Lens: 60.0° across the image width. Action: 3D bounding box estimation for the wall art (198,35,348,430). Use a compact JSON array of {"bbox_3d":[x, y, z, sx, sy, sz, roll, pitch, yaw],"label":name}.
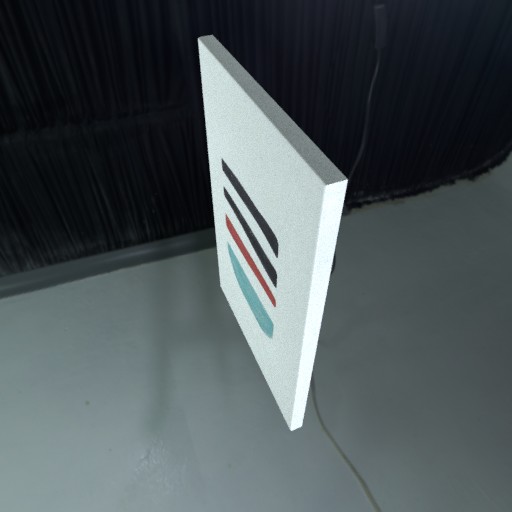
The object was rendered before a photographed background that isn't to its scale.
[{"bbox_3d":[0.000,0.000,1.181,0.038,0.912,0.607,-17,49,-16],"label":"wall art"}]
